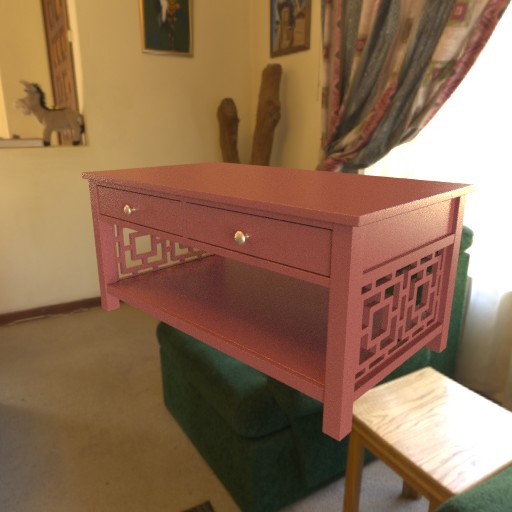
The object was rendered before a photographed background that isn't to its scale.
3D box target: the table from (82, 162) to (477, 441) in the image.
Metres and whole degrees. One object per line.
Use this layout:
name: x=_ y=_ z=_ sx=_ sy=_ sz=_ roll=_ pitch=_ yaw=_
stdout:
table: x=0.000 y=0.000 z=1.412 sx=1.068 sy=0.493 sz=0.612 roll=15 pitch=22 yaw=42
